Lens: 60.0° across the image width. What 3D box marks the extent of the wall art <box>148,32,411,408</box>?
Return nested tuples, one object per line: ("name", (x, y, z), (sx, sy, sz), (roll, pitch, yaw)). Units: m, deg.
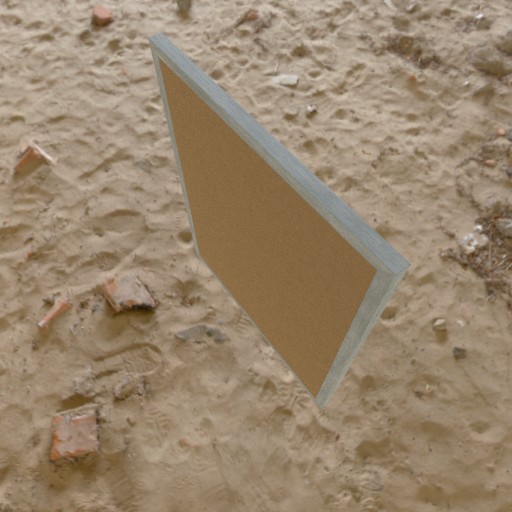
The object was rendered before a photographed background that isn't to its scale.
("wall art", (0.000, 0.000, 0.780), (0.022, 0.582, 0.479), (-33, 64, -18))
